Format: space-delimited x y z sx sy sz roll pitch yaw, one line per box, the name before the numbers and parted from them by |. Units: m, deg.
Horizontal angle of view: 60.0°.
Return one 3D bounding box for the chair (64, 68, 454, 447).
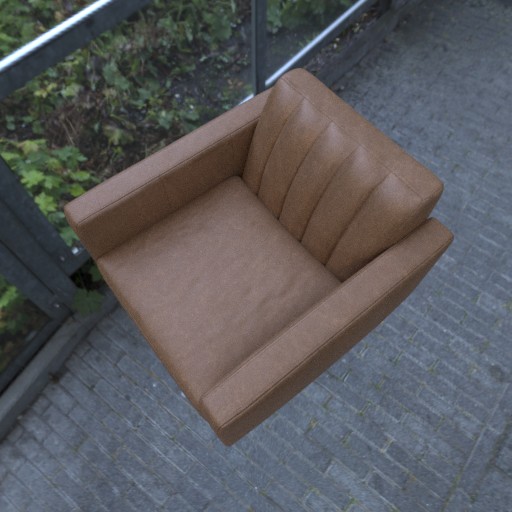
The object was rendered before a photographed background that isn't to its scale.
chair | 0.000 0.000 1.673 0.998 0.819 0.953 -35 68 -17
